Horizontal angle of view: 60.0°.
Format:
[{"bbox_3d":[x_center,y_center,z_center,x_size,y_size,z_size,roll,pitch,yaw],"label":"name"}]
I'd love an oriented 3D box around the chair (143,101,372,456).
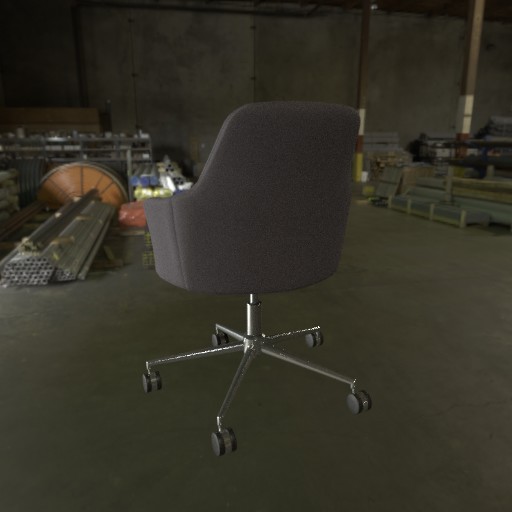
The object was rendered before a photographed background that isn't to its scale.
[{"bbox_3d":[0.000,0.000,1.299,0.655,0.820,0.600,-7,16,-26],"label":"chair"}]
